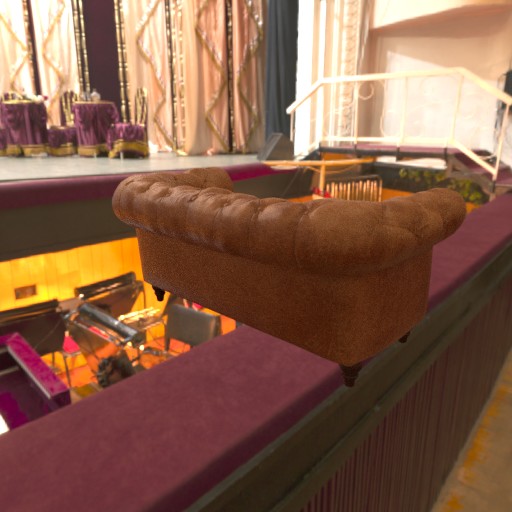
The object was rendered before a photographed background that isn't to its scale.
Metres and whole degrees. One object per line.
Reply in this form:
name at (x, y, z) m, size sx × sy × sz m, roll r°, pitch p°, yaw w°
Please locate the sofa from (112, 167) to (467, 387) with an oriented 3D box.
sofa at (0.000, 0.000, 2.584) m, size 1.979 × 0.877 × 1.042 m, roll 15°, pitch 22°, yaw 42°
